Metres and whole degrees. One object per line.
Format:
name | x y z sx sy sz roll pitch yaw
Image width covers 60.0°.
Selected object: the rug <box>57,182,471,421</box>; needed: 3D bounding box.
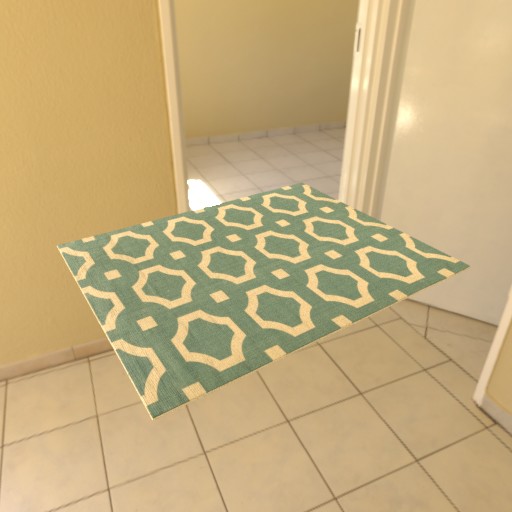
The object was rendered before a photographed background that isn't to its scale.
rug | 0.000 0.000 4.174 3.049 0.021 2.466 -19 36 -28
